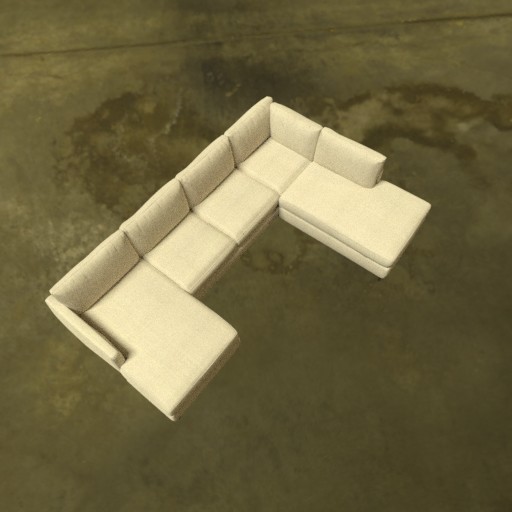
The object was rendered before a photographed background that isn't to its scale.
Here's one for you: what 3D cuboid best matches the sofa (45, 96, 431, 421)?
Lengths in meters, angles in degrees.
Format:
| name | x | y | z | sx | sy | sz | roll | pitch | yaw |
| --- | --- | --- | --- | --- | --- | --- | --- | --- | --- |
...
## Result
| name | x | y | z | sx | sy | sz | roll | pitch | yaw |
| --- | --- | --- | --- | --- | --- | --- | --- | --- | --- |
| sofa | 0.000 | 0.000 | 3.658 | 1.879 | 0.756 | 2.737 | 33 | 65 | 18 |
